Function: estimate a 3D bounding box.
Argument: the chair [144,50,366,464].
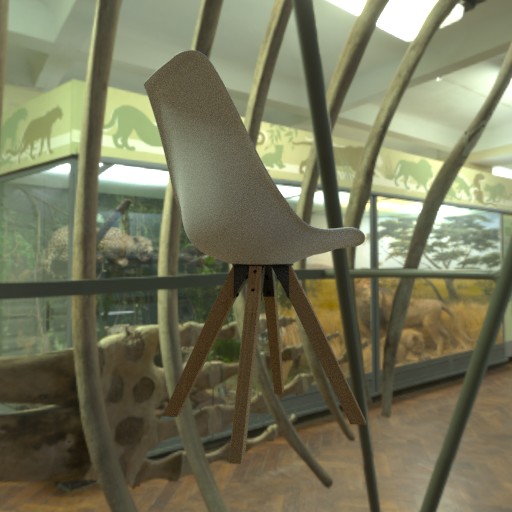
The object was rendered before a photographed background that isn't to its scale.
[{"bbox_3d":[0.000,0.000,1.147,0.550,0.849,0.485,1,-1,-35],"label":"chair"}]
